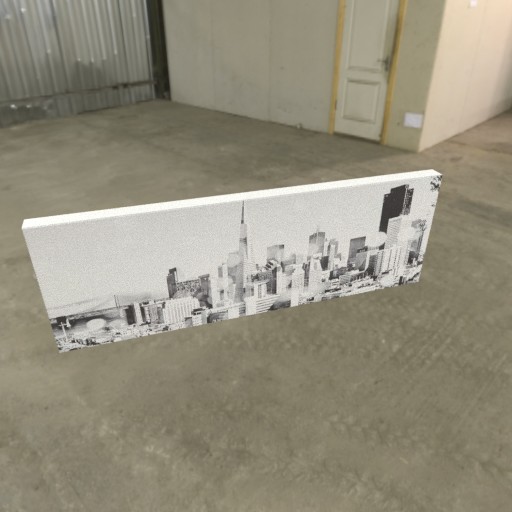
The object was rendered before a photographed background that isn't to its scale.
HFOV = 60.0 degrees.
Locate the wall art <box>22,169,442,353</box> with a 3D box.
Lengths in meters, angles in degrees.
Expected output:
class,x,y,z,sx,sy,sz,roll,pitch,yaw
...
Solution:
class,x,y,z,sx,sy,sz,roll,pitch,yaw
wall art,0.000,0.000,0.859,0.766,0.256,0.036,-9,32,-15
